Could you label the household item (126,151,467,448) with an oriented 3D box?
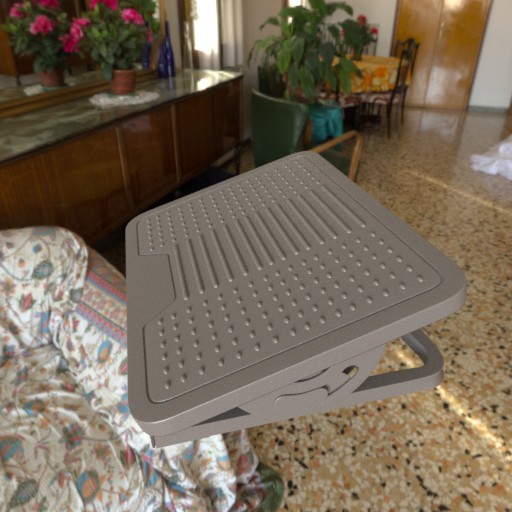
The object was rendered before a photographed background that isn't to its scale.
[{"bbox_3d":[0.000,0.000,0.517,0.301,0.126,0.390,-7,31,-13],"label":"household item"}]
